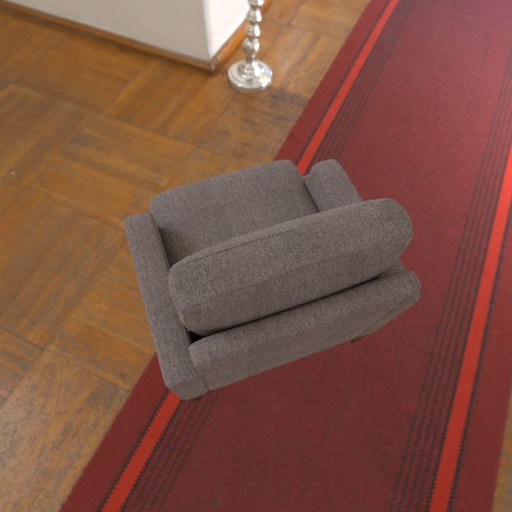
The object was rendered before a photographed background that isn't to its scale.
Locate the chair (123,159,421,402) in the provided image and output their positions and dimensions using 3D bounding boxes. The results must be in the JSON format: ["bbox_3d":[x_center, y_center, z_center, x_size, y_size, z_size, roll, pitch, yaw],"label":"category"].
[{"bbox_3d":[0.000,0.000,1.662,0.855,0.993,0.897,-17,60,-10],"label":"chair"}]
